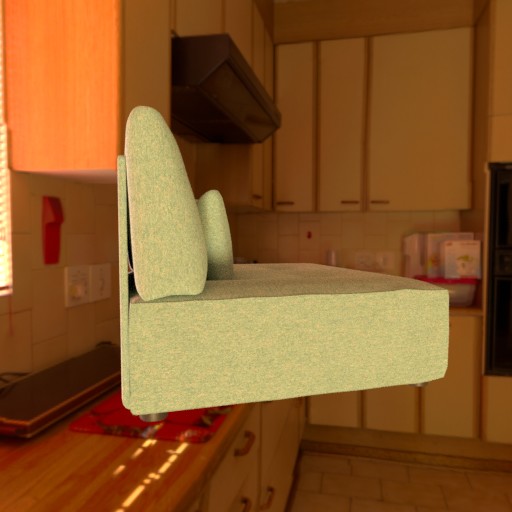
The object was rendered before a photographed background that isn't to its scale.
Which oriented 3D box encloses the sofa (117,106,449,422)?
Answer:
[{"bbox_3d":[0.000,0.000,1.693,1.000,0.820,0.930,-1,3,-17],"label":"sofa"}]
